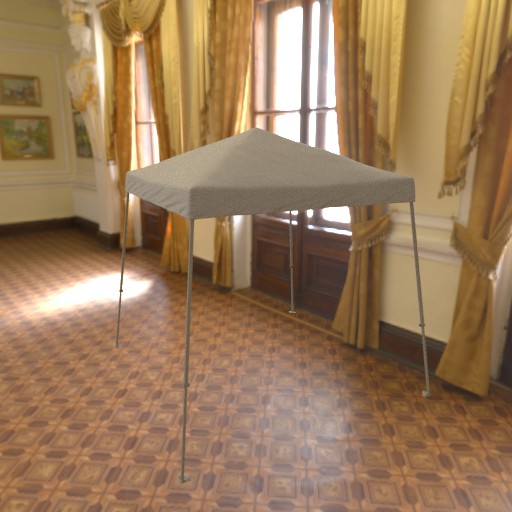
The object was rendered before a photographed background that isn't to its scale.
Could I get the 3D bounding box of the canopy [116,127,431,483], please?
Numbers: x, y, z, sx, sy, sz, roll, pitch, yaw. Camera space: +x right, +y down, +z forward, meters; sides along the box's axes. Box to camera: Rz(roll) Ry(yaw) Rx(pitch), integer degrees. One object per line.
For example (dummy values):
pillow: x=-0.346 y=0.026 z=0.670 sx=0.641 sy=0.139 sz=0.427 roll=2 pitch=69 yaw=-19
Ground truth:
canopy: x=0.000 y=0.000 z=6.461 sx=3.599 sy=3.600 sz=3.600 roll=-7 pitch=16 yaw=-26
